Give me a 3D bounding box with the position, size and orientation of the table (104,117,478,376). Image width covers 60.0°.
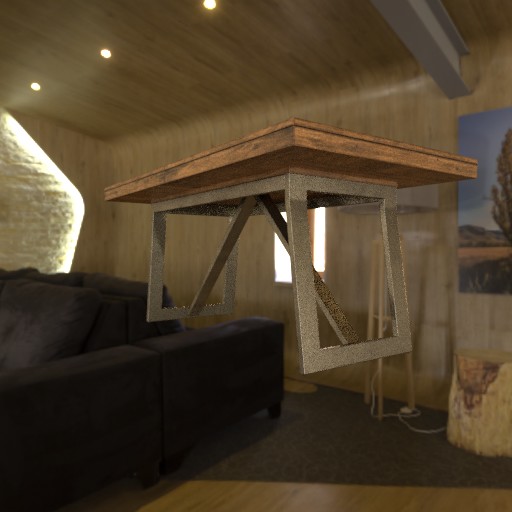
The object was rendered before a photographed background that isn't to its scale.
[{"bbox_3d":[0.000,0.000,2.113,0.931,0.757,1.641,-1,1,-36],"label":"table"}]
